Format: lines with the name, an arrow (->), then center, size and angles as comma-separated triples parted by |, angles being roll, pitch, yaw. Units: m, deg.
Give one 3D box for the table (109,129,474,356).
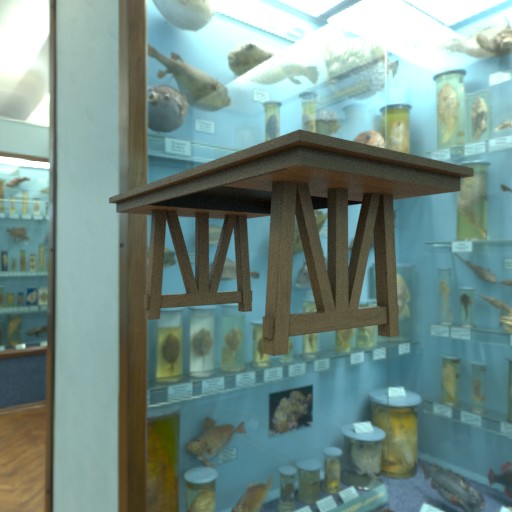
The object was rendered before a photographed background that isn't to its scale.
table -> 0.000, 0.000, 2.423 | 1.016, 0.768, 1.881 | 0, 0, -36
